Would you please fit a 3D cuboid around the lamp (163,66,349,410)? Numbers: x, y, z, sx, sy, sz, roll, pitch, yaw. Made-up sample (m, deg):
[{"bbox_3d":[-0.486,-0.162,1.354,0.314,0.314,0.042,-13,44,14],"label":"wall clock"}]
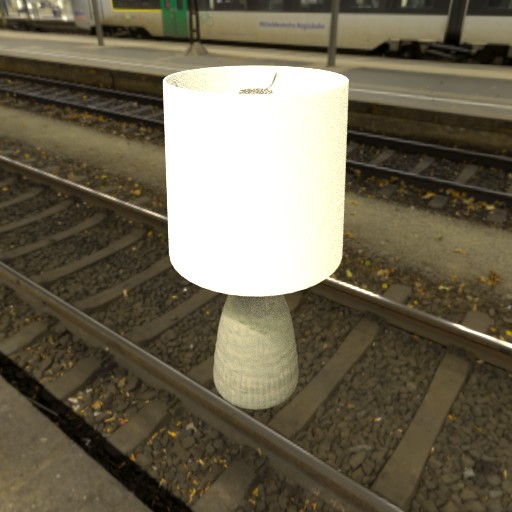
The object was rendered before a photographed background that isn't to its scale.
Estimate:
[{"bbox_3d":[0.000,0.000,0.490,0.186,0.369,0.186,0,30,0],"label":"lamp"}]
